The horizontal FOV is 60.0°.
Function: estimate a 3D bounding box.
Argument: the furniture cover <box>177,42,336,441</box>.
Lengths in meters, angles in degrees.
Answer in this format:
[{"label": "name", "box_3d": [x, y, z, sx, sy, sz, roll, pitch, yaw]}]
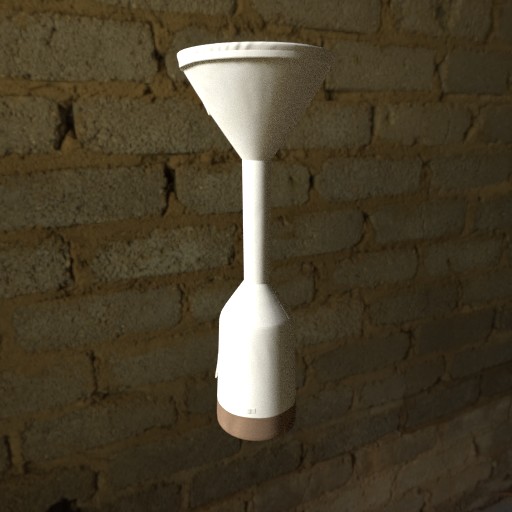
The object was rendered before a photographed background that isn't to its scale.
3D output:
[{"label": "furniture cover", "box_3d": [0.000, 0.000, 2.900, 0.914, 2.413, 0.914, 8, 18, 25]}]
